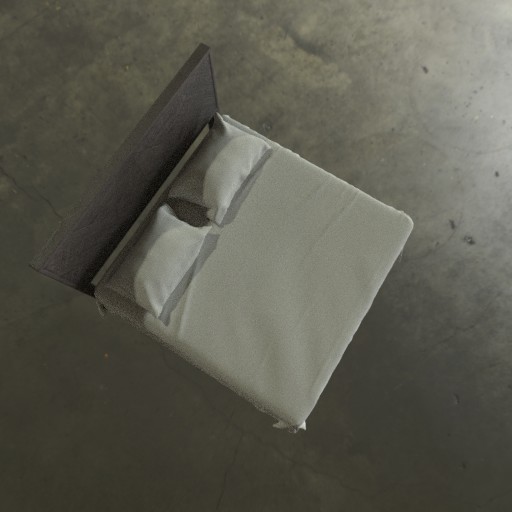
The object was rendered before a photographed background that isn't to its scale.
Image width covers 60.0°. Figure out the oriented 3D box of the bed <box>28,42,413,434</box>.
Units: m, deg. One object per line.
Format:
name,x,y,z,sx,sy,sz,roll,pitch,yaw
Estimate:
bed,0.000,0.000,2.883,1.785,1.142,1.772,31,77,8
